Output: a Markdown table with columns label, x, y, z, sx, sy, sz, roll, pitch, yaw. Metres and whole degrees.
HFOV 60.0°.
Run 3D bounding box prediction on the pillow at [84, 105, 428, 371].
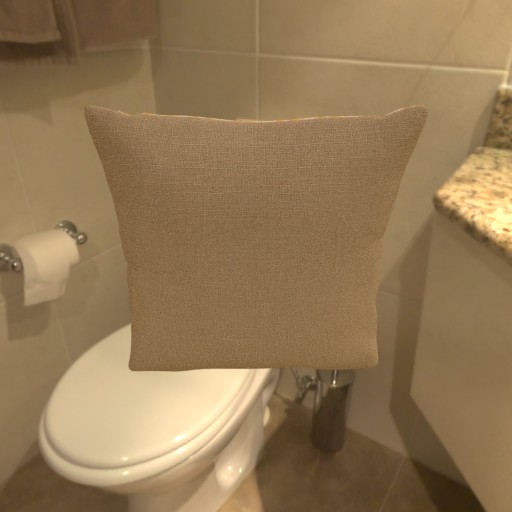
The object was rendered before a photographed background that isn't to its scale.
| label | x | y | z | sx | sy | sz | roll | pitch | yaw |
| --- | --- | --- | --- | --- | --- | --- | --- | --- | --- |
| pillow | 0.000 | 0.000 | 0.657 | 0.429 | 0.436 | 0.159 | -1 | 30 | -2 |
